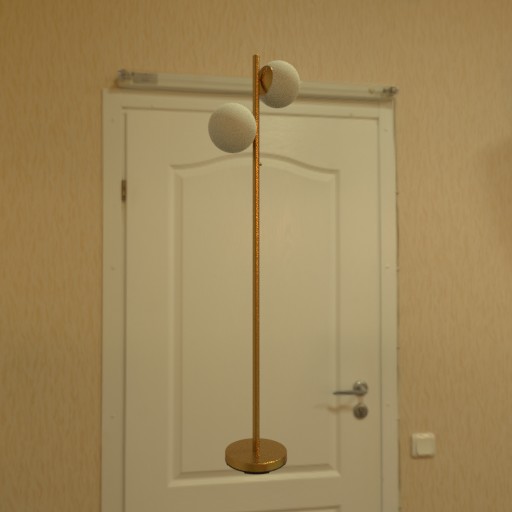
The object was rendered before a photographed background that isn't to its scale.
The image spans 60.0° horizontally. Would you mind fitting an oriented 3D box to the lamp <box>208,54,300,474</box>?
[{"bbox_3d":[0.000,0.000,1.795,0.419,1.641,0.249,1,-1,-36],"label":"lamp"}]
